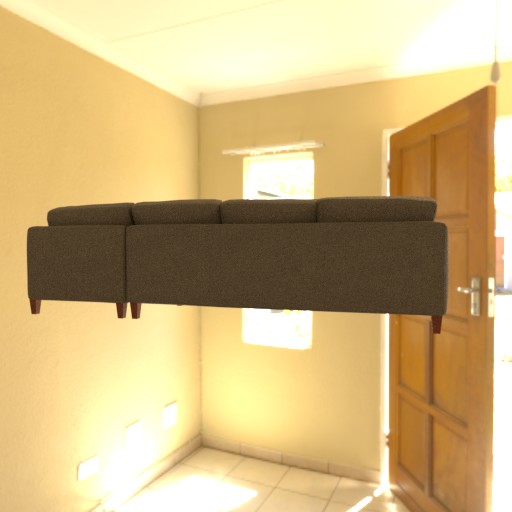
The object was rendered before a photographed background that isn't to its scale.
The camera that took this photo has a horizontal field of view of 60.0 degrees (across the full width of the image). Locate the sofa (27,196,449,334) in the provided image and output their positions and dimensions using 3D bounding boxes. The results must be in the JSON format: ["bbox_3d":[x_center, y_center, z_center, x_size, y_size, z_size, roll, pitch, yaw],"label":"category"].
[{"bbox_3d":[0.000,0.000,4.477,3.302,0.947,2.593,0,1,16],"label":"sofa"}]
